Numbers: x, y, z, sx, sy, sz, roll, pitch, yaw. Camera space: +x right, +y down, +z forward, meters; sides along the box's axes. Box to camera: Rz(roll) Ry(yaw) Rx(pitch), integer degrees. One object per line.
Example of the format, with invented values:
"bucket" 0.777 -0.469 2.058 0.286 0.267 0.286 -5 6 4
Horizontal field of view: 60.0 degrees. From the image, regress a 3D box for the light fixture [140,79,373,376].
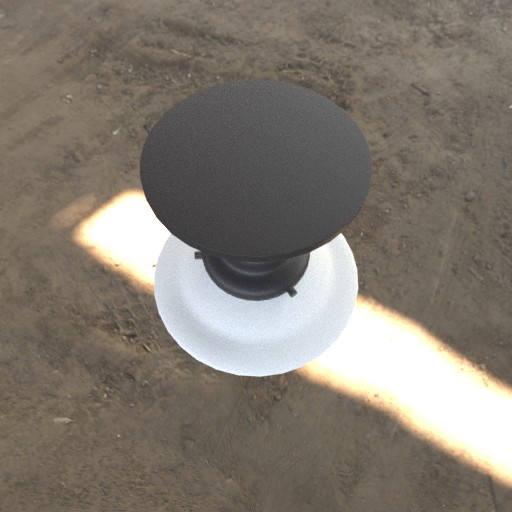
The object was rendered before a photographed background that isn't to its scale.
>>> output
"light fixture" 0.000 0.000 0.397 0.197 0.254 0.197 0 59 0
